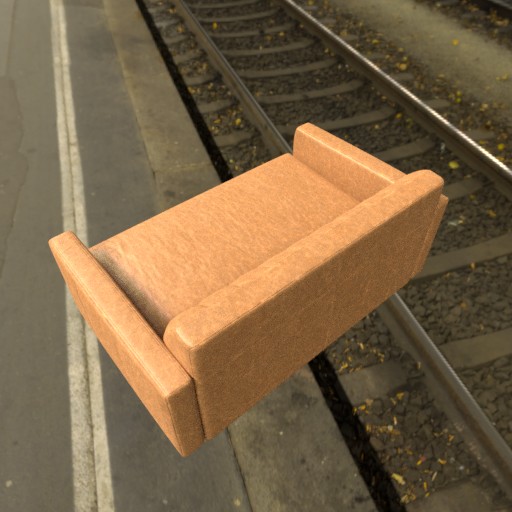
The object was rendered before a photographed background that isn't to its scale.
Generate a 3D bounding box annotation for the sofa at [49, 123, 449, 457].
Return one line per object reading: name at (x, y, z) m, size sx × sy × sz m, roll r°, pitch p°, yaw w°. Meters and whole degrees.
sofa at (0.000, 0.000, 2.105) m, size 1.549 × 0.820 × 0.960 m, roll -31°, pitch 53°, yaw -27°
